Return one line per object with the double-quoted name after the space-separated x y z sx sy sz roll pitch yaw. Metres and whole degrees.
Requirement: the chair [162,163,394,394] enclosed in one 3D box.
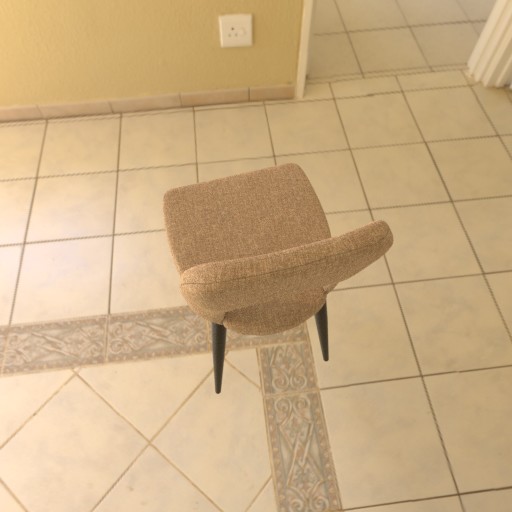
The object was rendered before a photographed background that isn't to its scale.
0.000 0.000 1.282 0.470 0.931 0.612 -14 60 -8 "chair"
